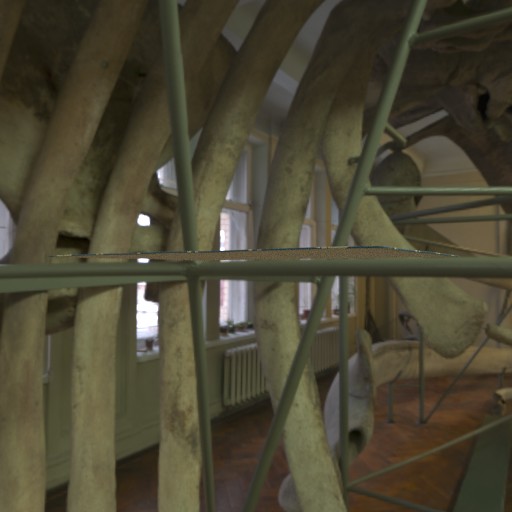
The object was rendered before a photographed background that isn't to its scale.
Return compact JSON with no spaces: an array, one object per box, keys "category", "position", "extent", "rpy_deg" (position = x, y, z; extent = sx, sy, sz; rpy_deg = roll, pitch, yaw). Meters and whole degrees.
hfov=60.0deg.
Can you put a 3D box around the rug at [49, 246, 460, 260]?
[{"category":"rug","position":[0.000,0.000,2.794],"extent":[2.135,0.013,1.524],"rpy_deg":[-1,-2,34]}]
